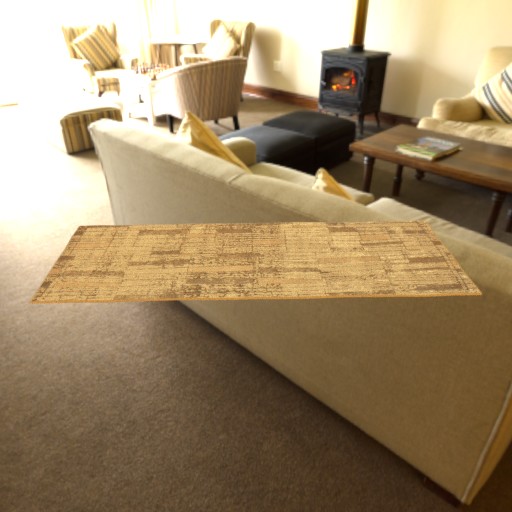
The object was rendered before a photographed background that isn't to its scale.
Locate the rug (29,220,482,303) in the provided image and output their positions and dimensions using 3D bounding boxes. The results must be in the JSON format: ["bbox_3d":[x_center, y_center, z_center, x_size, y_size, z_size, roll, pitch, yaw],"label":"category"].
[{"bbox_3d":[0.000,0.000,2.680,2.383,0.018,0.857,-1,32,-1],"label":"rug"}]
